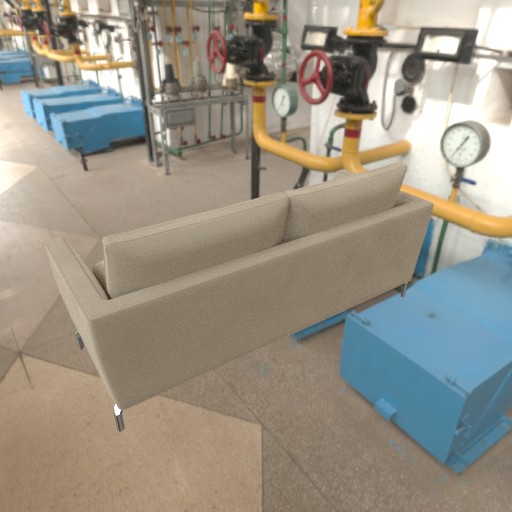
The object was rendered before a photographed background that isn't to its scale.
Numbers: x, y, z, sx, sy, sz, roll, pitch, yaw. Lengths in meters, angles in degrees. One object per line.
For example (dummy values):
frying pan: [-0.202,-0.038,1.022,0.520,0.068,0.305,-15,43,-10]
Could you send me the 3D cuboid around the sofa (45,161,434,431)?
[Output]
sofa: [0.000,0.000,2.750,2.214,1.005,0.868,-18,34,-29]
